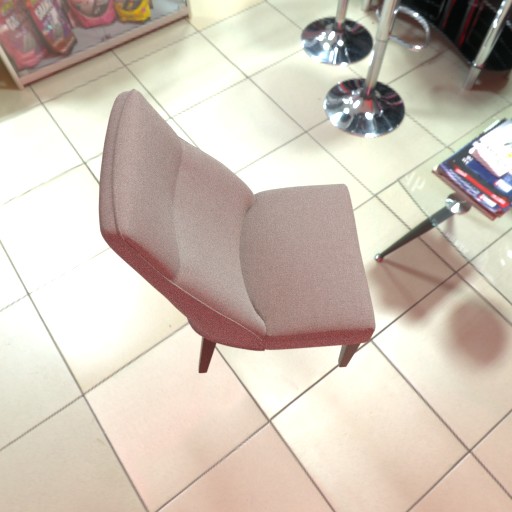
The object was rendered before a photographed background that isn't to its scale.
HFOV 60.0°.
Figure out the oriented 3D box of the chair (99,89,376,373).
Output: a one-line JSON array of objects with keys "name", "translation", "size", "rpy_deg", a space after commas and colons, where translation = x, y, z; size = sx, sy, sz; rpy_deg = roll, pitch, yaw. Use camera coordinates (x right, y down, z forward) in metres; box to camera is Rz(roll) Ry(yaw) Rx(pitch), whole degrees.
[{"name": "chair", "translation": [0.000, 0.000, 1.273], "size": [0.620, 0.930, 0.500], "rpy_deg": [-3, 62, -2]}]
